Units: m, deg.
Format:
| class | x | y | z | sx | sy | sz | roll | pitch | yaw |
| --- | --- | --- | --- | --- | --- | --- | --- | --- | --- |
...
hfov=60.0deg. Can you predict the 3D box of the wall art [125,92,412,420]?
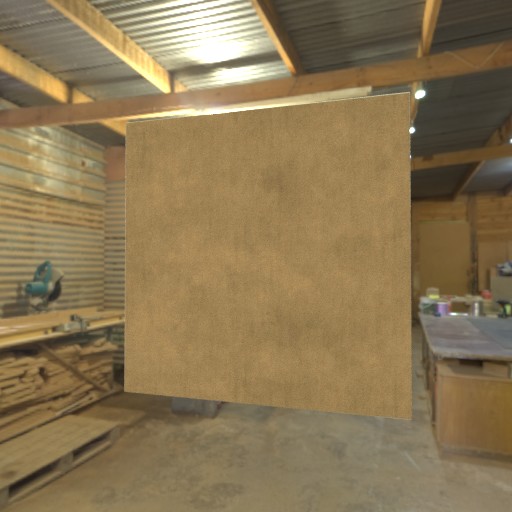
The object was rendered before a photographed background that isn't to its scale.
| class | x | y | z | sx | sy | sz | roll | pitch | yaw |
| --- | --- | --- | --- | --- | --- | --- | --- | --- | --- |
| wall art | 0.000 | 0.000 | 0.691 | 0.455 | 0.453 | 0.023 | 0 | -1 | 17 |
